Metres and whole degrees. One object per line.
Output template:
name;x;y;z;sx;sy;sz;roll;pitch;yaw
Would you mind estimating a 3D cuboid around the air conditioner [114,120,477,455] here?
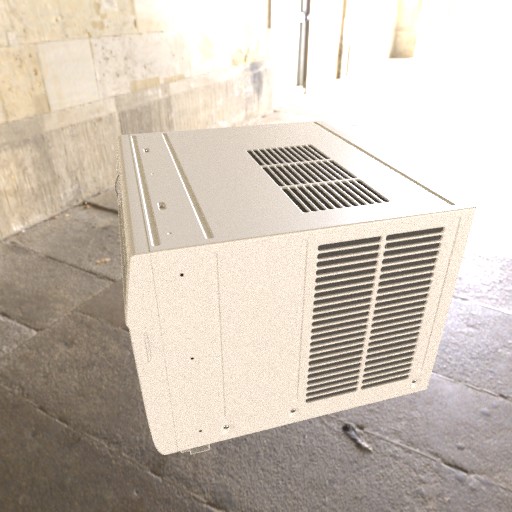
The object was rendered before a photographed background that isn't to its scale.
air conditioner;0.000;0.000;1.059;0.599;0.455;0.645;-8;31;-14
